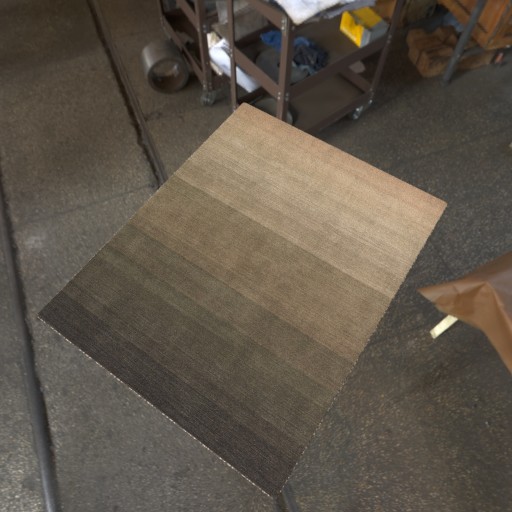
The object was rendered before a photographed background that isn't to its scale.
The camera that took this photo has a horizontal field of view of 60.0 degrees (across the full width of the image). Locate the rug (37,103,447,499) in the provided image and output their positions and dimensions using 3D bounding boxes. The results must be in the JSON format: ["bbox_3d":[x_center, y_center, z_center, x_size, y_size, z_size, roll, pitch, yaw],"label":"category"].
[{"bbox_3d":[0.000,0.000,3.815,2.306,0.017,2.902,31,66,16],"label":"rug"}]
